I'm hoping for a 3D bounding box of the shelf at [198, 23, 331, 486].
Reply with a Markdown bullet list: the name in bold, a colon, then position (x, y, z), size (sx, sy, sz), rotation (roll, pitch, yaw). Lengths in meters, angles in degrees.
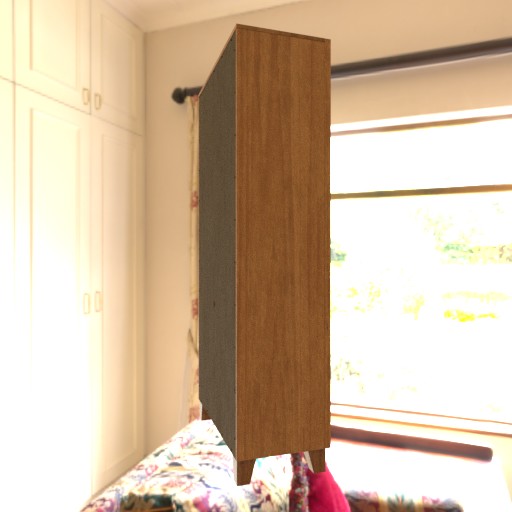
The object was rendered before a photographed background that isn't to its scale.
- **shelf**: position (0.000, 0.000, 2.320), size (0.453, 1.930, 0.864), rotation (0, 0, -18)
